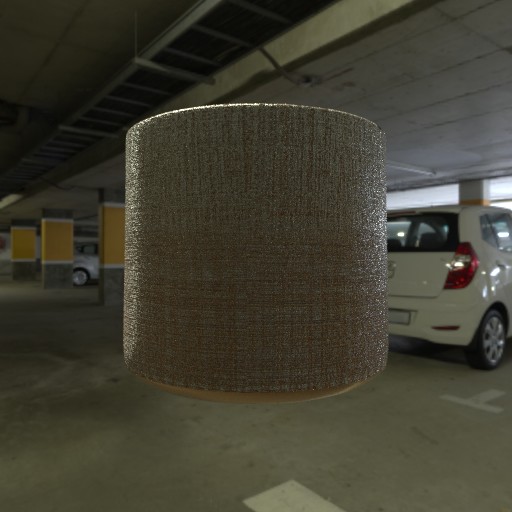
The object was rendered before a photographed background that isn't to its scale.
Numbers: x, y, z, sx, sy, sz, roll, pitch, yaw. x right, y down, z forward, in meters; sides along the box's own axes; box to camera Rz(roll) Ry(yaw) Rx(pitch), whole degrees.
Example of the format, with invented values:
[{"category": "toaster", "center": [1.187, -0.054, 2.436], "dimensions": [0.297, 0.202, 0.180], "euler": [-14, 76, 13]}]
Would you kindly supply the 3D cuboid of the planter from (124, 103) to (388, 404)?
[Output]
[{"category": "planter", "center": [0.000, 0.000, 0.310], "dimensions": [0.177, 0.157, 0.177], "euler": [0, 0, 0]}]
